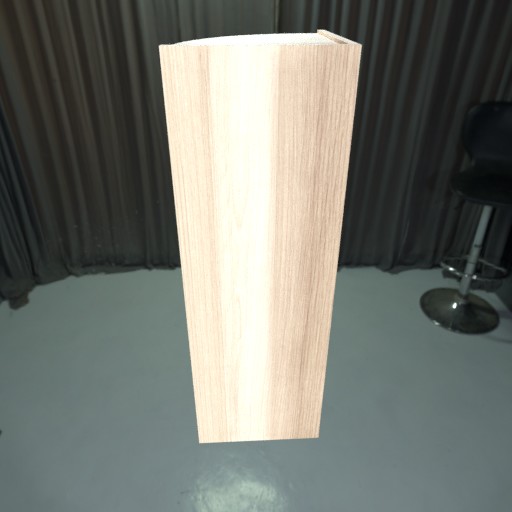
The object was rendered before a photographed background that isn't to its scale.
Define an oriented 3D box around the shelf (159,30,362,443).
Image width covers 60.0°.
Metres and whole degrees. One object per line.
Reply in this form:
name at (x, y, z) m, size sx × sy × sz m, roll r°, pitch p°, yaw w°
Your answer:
shelf at (0.000, 0.000, 0.979) m, size 0.290 × 0.872 × 0.290 m, roll -2°, pitch 31°, yaw -3°
